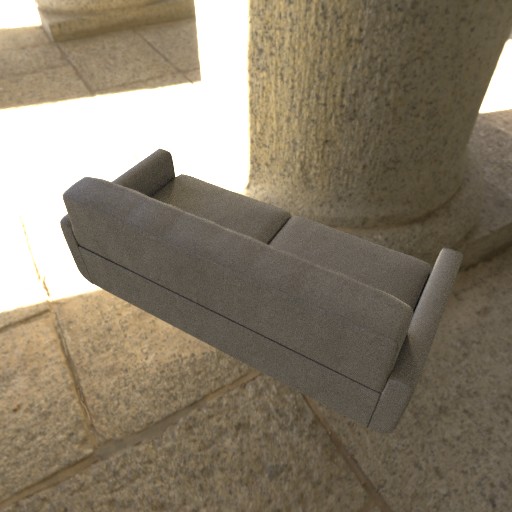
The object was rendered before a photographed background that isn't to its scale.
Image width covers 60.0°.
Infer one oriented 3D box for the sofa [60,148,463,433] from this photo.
[{"bbox_3d":[0.000,0.000,2.557,2.055,0.873,0.968,23,50,21],"label":"sofa"}]
